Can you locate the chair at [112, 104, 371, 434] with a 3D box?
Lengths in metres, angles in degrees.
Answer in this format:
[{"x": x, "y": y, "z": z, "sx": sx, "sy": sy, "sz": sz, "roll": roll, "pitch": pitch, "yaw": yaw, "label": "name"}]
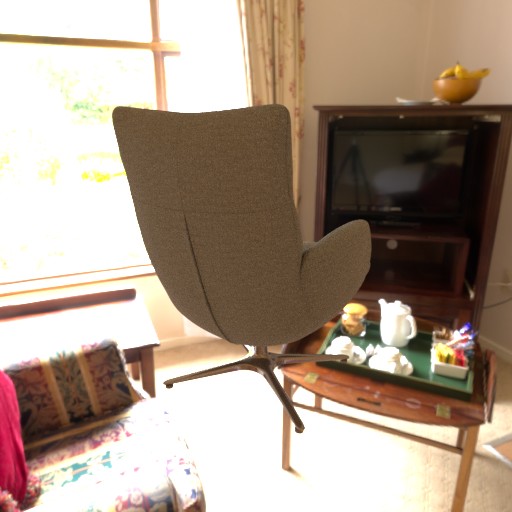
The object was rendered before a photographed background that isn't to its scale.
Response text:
[{"x": 0.000, "y": 0.000, "z": 1.549, "sx": 0.702, "sy": 0.984, "sz": 0.831, "roll": 9, "pitch": 20, "yaw": 26, "label": "chair"}]
